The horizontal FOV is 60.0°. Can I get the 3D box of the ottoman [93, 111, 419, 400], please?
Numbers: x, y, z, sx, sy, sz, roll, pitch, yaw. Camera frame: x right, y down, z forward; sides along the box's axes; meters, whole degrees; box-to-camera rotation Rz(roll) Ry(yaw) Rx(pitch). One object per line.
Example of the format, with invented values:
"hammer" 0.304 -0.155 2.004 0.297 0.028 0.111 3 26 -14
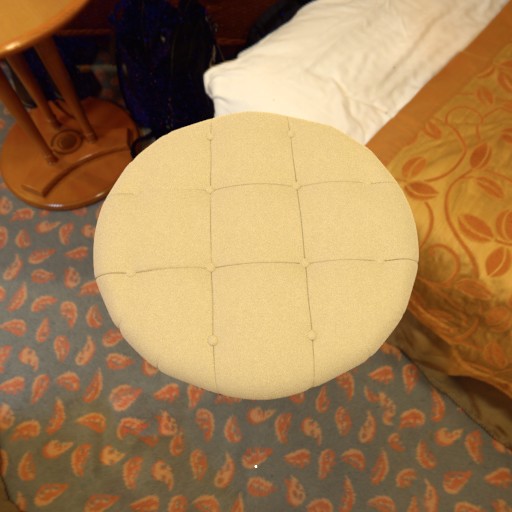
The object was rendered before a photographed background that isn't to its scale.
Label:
"ottoman" 0.000 0.000 1.378 0.901 0.439 0.901 0 65 0
